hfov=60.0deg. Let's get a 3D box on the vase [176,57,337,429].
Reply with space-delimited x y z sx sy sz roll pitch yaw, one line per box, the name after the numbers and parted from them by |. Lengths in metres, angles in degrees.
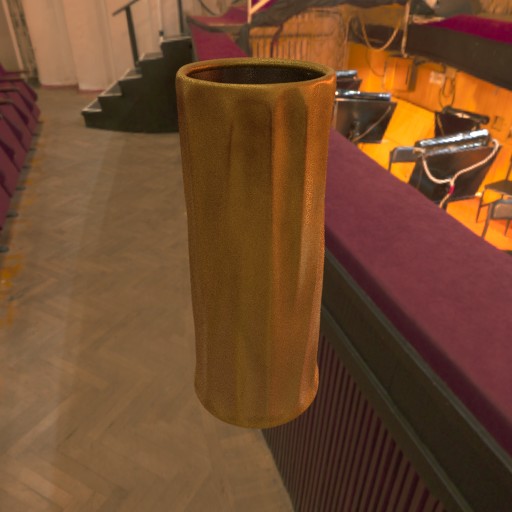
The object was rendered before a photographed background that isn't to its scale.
0.000 0.000 0.181 0.061 0.143 0.061 0 32 0 | vase
